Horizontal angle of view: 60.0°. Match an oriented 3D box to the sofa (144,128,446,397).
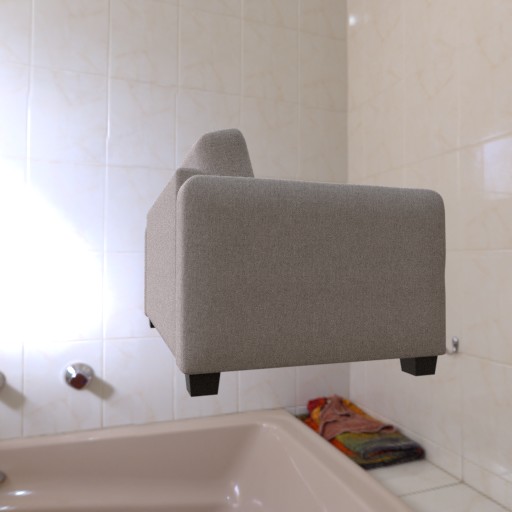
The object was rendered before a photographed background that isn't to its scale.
[{"bbox_3d":[0.000,0.000,2.030,0.900,0.800,1.540,0,-1,-18],"label":"sofa"}]
